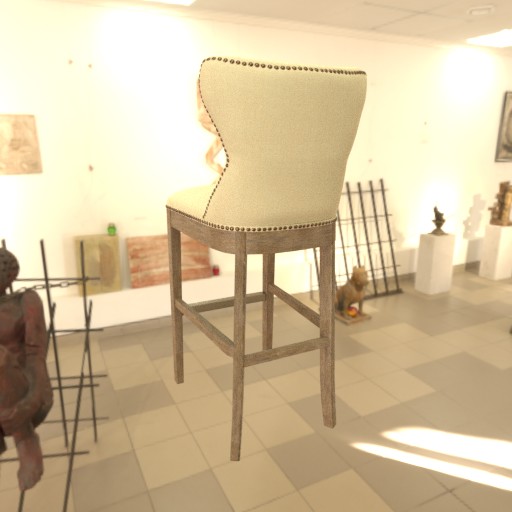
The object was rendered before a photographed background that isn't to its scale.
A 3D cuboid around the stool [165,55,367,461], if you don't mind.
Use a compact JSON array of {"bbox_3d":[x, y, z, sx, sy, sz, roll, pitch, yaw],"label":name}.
[{"bbox_3d":[0.000,0.000,1.455,0.494,1.123,0.606,-7,17,-26],"label":"stool"}]
